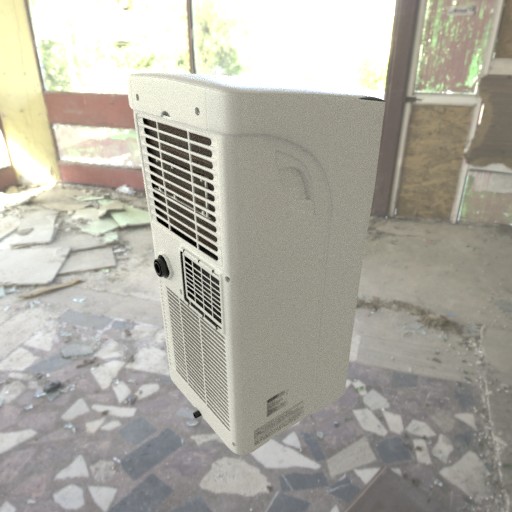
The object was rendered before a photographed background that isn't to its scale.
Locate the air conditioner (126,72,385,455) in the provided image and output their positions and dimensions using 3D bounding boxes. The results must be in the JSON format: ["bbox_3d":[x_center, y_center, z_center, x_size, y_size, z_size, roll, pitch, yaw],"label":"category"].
[{"bbox_3d":[0.000,0.000,0.924,0.369,0.716,0.352,-18,32,-33],"label":"air conditioner"}]
